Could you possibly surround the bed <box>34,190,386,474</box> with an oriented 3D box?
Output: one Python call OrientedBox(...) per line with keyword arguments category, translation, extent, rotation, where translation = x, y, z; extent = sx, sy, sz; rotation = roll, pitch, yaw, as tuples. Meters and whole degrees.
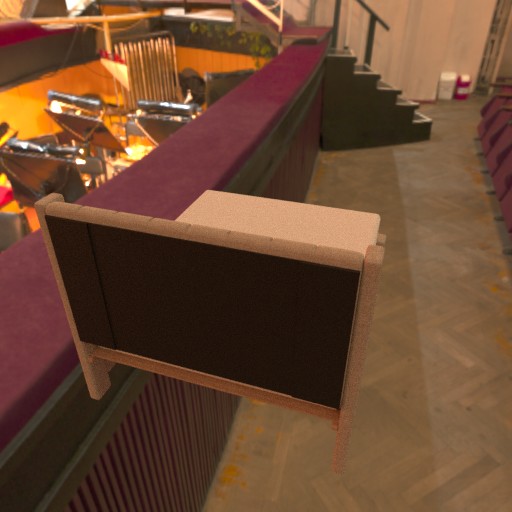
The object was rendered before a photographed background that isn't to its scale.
OrientedBox(category="bed", translation=(0.000, 0.000, 3.760), extent=(2.045, 1.743, 2.370), rotation=(10, 34, 16))
